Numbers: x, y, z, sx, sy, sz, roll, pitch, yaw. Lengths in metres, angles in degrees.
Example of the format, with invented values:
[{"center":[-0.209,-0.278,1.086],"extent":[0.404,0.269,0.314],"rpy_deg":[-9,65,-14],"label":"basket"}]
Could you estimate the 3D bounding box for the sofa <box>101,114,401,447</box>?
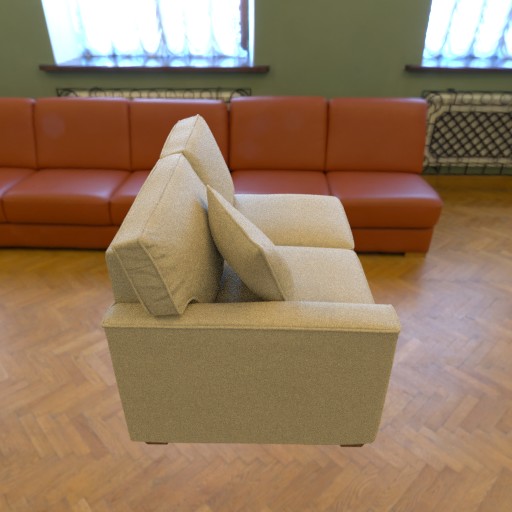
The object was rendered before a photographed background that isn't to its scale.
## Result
[{"center":[0.000,0.000,2.078],"extent":[0.991,0.989,1.388],"rpy_deg":[0,32,1],"label":"sofa"}]
